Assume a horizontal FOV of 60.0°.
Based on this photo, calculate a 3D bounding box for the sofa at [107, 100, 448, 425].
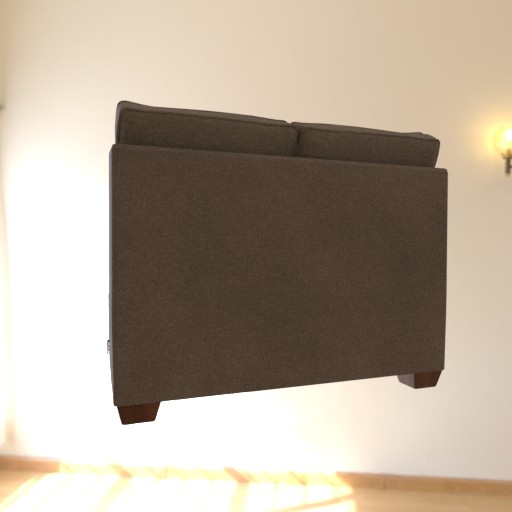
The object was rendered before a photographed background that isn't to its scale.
[{"bbox_3d":[0.000,0.000,1.931,1.237,1.008,0.951,0,1,-19],"label":"sofa"}]
